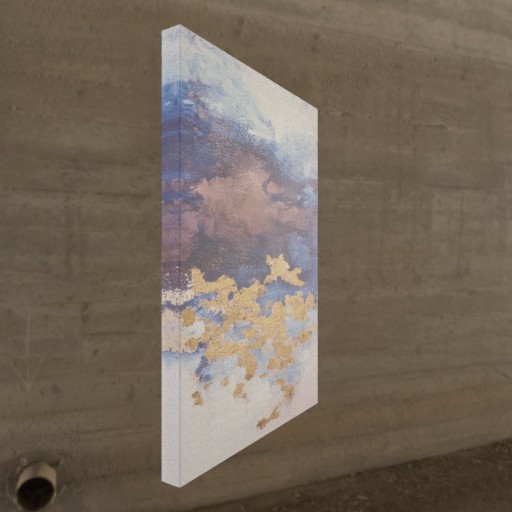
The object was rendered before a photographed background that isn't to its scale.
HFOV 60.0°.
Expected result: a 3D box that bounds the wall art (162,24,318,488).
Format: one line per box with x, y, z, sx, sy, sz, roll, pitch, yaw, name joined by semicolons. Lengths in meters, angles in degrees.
0.000;0.000;1.089;0.048;0.874;0.583;0;0;34;wall art
